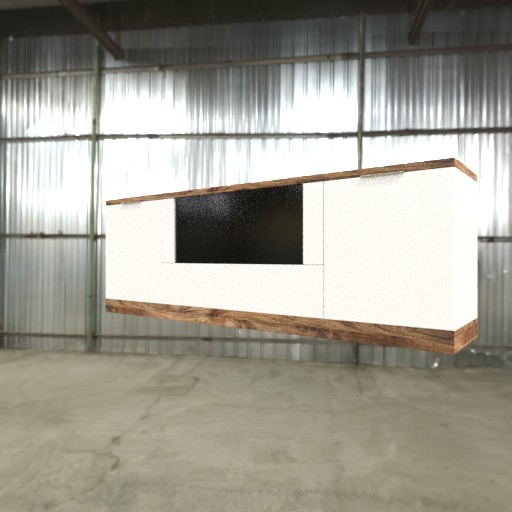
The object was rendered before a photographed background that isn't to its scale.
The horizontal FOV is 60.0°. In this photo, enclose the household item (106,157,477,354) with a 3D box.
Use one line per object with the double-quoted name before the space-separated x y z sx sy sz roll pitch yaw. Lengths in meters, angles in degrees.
"household item" 0.000 0.000 2.059 1.800 0.615 0.390 0 0 36
